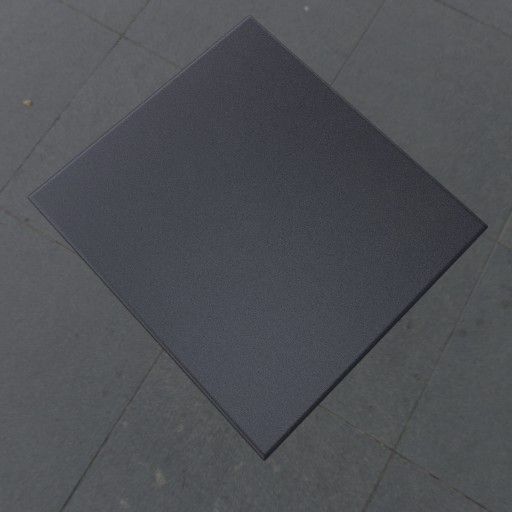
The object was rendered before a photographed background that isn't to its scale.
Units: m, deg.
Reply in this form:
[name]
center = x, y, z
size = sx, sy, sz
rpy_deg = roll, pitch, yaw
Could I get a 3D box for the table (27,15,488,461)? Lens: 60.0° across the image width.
[table]
center = 0.000, 0.000, 0.900
size = 0.442, 0.565, 0.488
rpy_deg = -43, 81, -9
